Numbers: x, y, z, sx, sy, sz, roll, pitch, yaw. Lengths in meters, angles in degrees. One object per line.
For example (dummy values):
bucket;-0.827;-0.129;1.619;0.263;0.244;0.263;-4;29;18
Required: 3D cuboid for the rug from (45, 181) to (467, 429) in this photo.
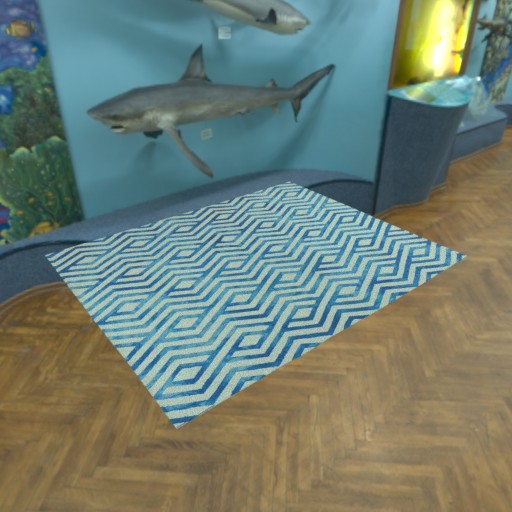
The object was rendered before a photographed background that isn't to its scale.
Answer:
rug;0.000;0.000;4.105;3.059;0.008;2.453;-22;37;-32
